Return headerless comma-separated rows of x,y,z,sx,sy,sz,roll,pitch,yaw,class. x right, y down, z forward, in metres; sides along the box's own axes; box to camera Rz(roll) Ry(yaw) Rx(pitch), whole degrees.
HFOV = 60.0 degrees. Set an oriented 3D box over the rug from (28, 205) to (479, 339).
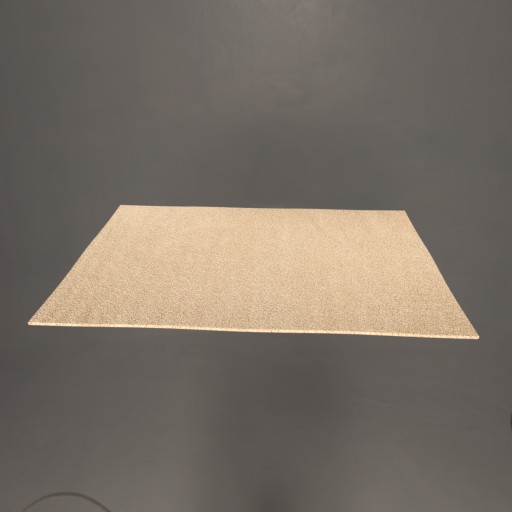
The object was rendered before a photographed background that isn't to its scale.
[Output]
0.000,0.000,3.430,2.699,0.025,1.800,1,30,2,rug
